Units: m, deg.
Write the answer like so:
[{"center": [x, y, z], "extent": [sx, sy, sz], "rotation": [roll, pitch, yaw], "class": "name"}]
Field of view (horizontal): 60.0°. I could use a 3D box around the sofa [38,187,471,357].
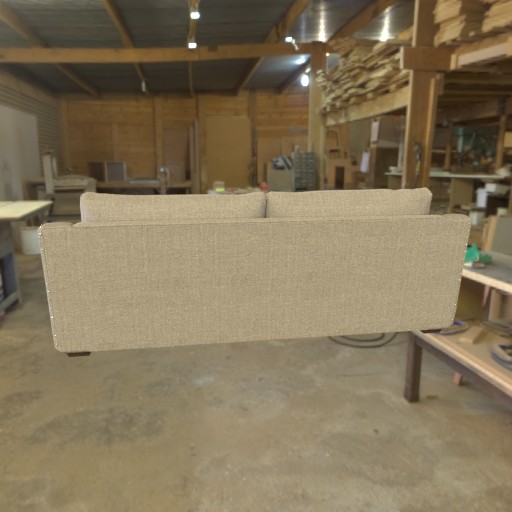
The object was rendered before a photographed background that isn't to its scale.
[{"center": [0.000, 0.000, 2.752], "extent": [2.208, 0.857, 1.000], "rotation": [-2, 13, -9], "class": "sofa"}]
